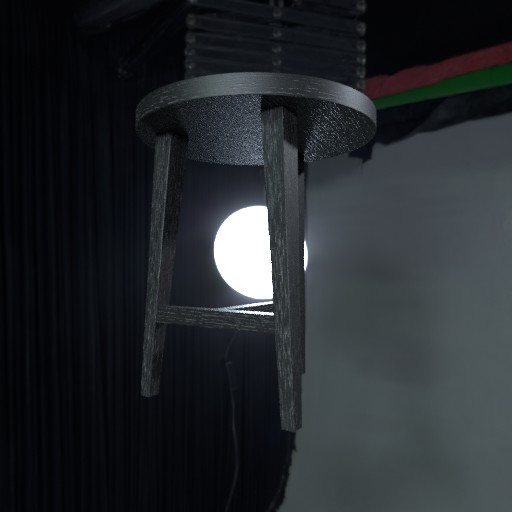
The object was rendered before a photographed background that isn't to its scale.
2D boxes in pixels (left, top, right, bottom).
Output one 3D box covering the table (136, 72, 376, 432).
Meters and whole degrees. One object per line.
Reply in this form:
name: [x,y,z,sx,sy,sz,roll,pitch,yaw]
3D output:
table: [0.000,0.000,0.757,0.399,0.460,0.399,0,-1,0]
